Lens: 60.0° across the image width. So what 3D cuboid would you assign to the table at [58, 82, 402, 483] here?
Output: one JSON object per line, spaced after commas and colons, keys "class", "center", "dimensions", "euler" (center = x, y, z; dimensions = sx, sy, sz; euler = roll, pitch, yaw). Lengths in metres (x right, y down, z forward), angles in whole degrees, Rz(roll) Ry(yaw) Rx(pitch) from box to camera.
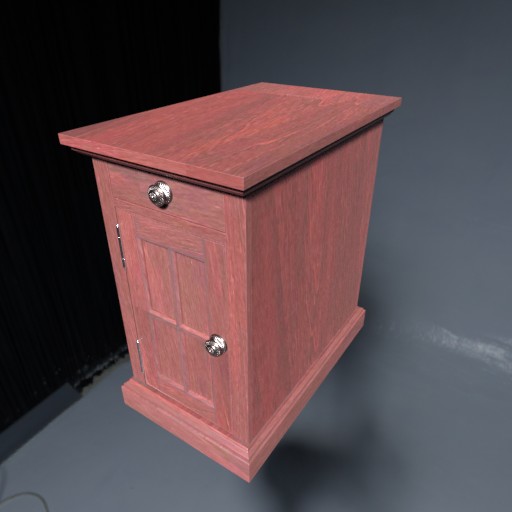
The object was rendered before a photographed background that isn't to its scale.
{"class": "table", "center": [0.000, 0.000, 0.972], "dimensions": [0.356, 0.612, 0.584], "euler": [19, 35, 29]}
